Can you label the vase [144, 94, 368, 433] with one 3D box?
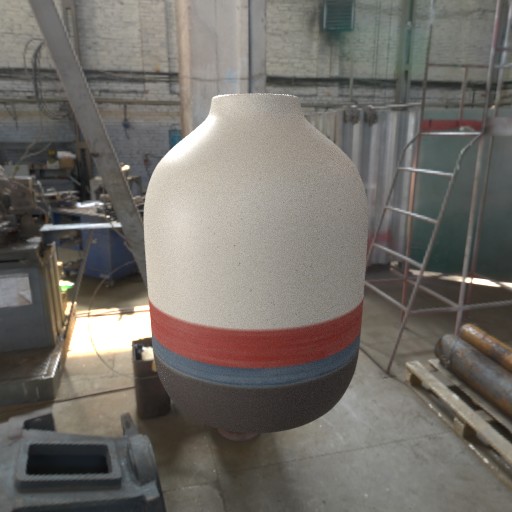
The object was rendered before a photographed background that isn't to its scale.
[{"bbox_3d":[0.000,0.000,0.351,0.169,0.237,0.169,0,15,0],"label":"vase"}]
